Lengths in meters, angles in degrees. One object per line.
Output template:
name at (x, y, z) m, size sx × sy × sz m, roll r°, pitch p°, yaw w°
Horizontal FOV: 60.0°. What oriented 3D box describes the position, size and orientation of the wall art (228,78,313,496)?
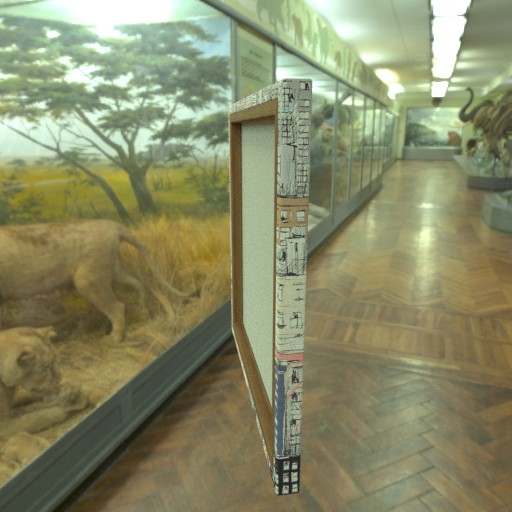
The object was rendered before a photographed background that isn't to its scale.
wall art at (0.000, 0.000, 1.124) m, size 0.048 × 0.762 × 0.761 m, roll -3°, pitch 16°, yaw -9°
